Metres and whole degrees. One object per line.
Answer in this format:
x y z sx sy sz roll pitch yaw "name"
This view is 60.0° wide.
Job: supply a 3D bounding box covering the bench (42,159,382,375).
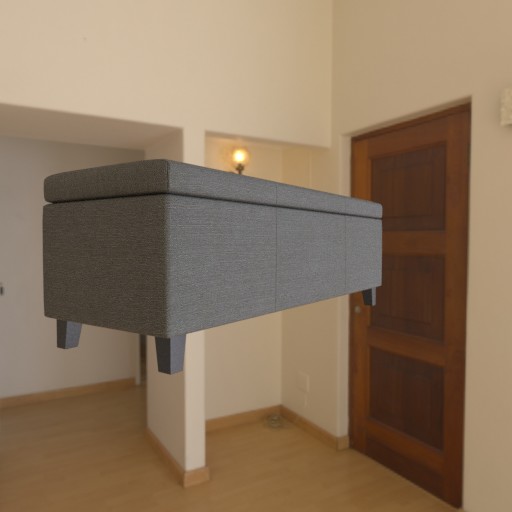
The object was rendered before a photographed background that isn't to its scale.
0.000 0.000 1.488 0.446 0.438 1.269 1 2 35 "bench"
